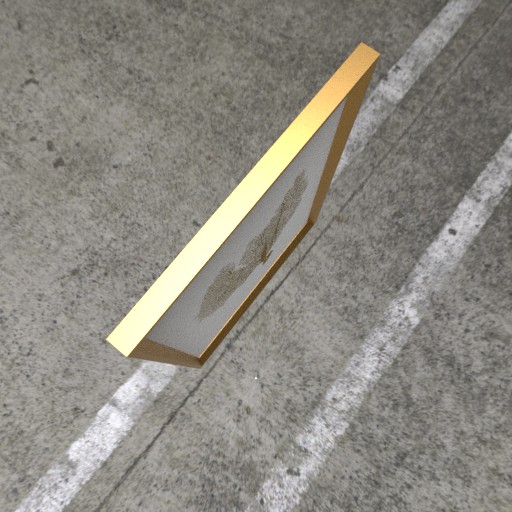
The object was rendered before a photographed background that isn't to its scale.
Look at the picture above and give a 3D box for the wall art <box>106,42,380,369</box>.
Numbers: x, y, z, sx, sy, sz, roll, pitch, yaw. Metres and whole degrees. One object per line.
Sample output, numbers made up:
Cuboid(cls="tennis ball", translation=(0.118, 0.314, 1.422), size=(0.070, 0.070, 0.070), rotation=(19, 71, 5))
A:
Cuboid(cls="wall art", translation=(0.000, 0.000, 1.050), size=(0.038, 0.812, 0.610), rotation=(37, 78, 9))
